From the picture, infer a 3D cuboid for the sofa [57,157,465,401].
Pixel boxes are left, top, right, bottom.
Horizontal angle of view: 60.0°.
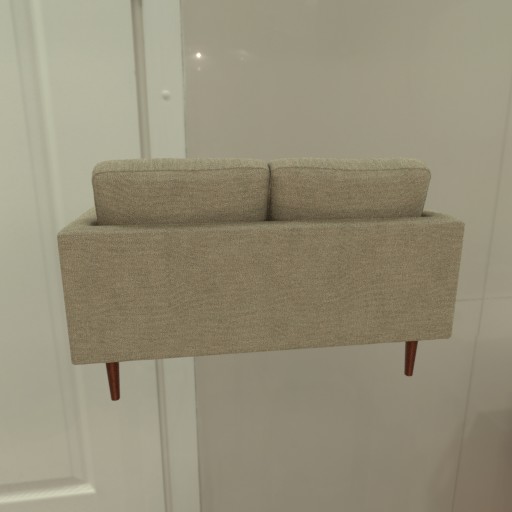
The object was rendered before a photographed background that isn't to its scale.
[{"bbox_3d":[0.000,0.000,2.122,1.582,0.944,0.903,-2,15,-8],"label":"sofa"}]
